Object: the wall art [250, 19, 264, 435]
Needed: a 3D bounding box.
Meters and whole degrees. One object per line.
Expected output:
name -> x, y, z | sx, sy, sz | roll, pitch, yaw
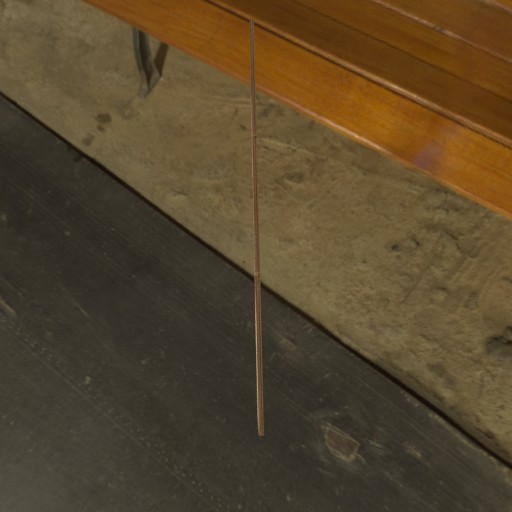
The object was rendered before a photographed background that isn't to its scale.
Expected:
wall art -> 0.000, 0.000, 1.377 | 0.010, 0.917, 0.919 | -1, 76, 0
